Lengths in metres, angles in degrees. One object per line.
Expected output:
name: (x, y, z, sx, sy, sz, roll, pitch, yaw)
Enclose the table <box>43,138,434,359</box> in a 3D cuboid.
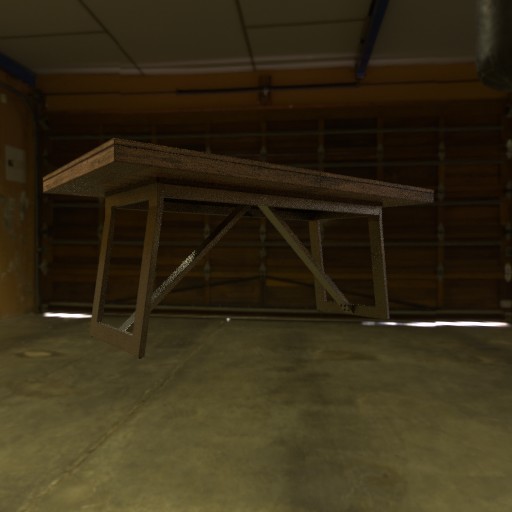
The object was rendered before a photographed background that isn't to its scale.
table: (0.000, 0.000, 2.340, 1.867, 0.757, 0.931, 0, 1, -38)
